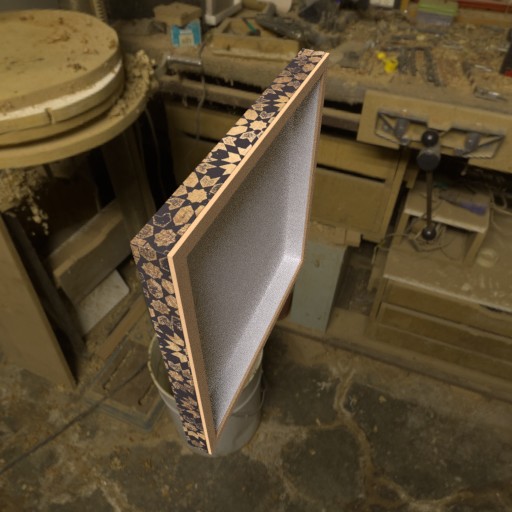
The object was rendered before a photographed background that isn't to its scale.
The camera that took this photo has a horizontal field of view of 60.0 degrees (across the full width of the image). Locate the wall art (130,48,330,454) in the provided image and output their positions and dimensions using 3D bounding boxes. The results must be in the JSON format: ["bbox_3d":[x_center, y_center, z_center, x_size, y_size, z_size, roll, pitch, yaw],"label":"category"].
[{"bbox_3d":[0.000,0.000,0.610,0.038,0.405,0.405,17,49,16],"label":"wall art"}]
